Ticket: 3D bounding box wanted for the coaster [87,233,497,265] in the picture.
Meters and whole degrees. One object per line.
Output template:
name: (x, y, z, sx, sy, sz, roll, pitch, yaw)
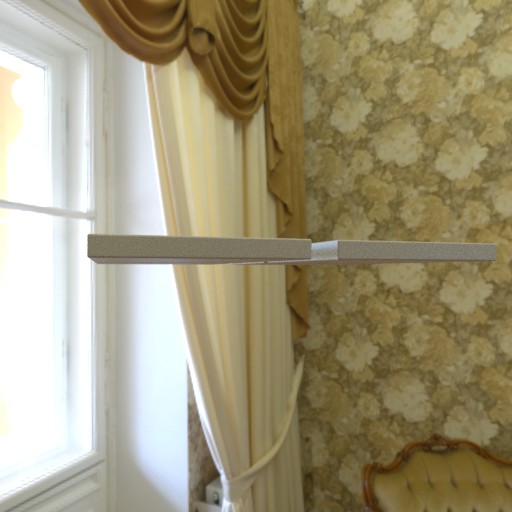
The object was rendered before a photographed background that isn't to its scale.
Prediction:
coaster: (0.000, 0.000, 0.319, 0.219, 0.010, 0.214, 1, -2, -19)
